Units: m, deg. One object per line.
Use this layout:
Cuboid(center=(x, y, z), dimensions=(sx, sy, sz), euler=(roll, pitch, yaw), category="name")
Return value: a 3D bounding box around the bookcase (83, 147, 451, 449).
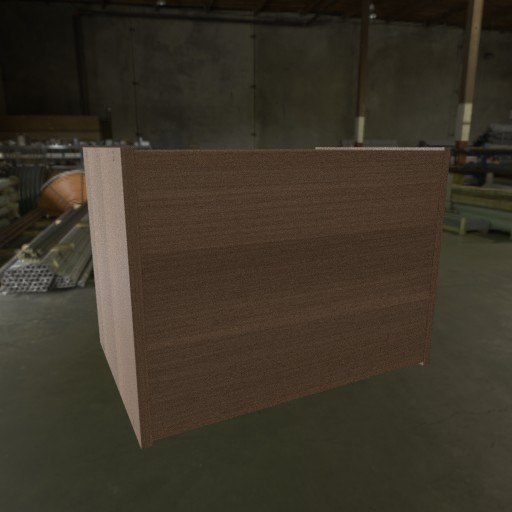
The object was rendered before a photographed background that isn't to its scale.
Cuboid(center=(0.000, 0.000, 0.641), dimensions=(0.415, 0.305, 0.290), euler=(-7, 15, -26), category="bookcase")
